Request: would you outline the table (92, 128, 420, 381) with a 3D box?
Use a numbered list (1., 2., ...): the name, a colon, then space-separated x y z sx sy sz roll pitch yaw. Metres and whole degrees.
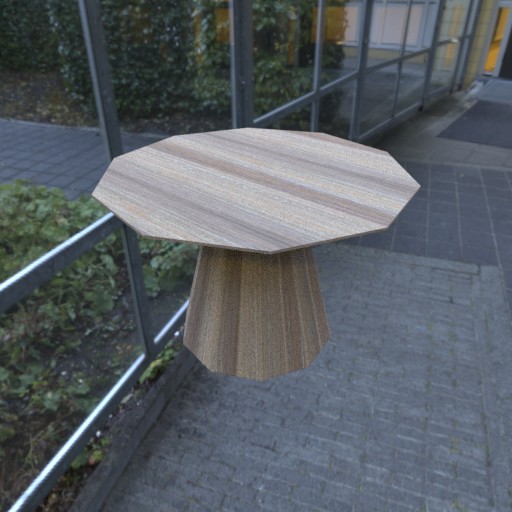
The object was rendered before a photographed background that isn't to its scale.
1. table: 0.000 0.000 1.869 1.186 0.752 1.186 0 31 0
